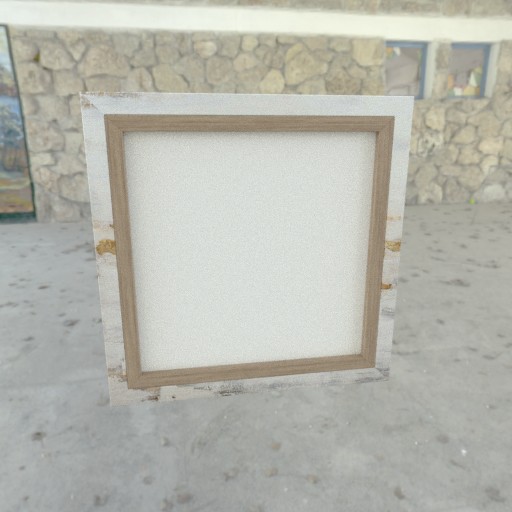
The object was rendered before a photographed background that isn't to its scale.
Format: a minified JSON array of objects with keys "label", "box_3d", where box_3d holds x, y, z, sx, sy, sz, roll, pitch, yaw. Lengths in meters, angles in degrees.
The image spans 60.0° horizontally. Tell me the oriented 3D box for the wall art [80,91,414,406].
[{"label":"wall art","box_3d":[0.000,0.000,1.484,1.015,1.018,0.040,-3,16,-9]}]
